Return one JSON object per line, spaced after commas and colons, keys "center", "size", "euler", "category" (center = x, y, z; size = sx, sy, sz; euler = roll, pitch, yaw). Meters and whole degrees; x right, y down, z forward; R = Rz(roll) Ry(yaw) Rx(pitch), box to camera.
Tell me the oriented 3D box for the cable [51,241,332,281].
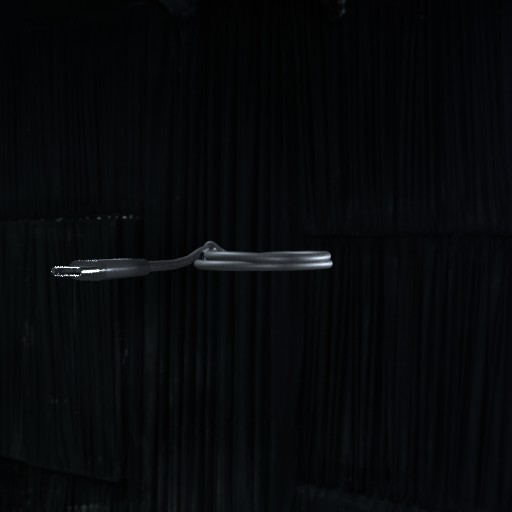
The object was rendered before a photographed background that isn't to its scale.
{"center": [0.000, 0.000, 0.209], "size": [0.070, 0.014, 0.186], "euler": [0, 1, 18], "category": "cable"}
